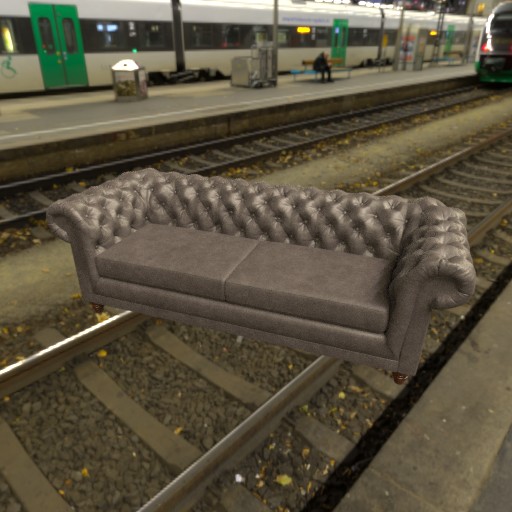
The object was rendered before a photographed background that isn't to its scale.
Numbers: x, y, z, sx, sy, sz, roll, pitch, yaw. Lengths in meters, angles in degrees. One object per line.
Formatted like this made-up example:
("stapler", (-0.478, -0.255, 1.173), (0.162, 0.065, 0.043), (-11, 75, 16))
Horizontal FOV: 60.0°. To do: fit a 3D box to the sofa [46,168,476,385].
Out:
("sofa", (0.000, 0.000, 2.791), (2.385, 0.783, 0.944), (9, 28, 18))
